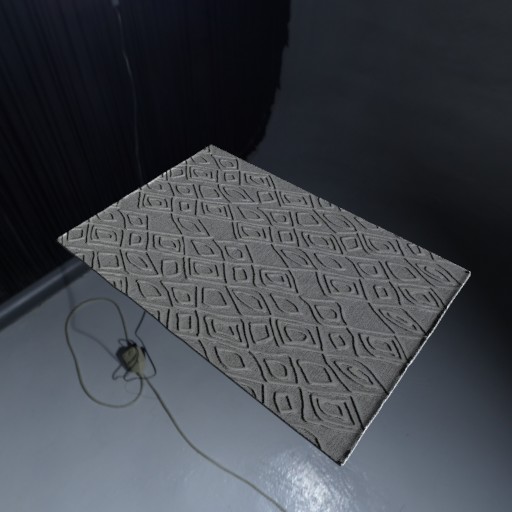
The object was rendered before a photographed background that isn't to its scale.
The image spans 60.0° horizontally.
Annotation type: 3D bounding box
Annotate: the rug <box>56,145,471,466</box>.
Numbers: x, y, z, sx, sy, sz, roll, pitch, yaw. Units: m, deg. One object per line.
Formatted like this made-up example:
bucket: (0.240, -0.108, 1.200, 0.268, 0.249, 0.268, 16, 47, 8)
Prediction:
rug: (0.000, 0.000, 2.328, 1.832, 0.016, 1.224, 31, 54, 26)
